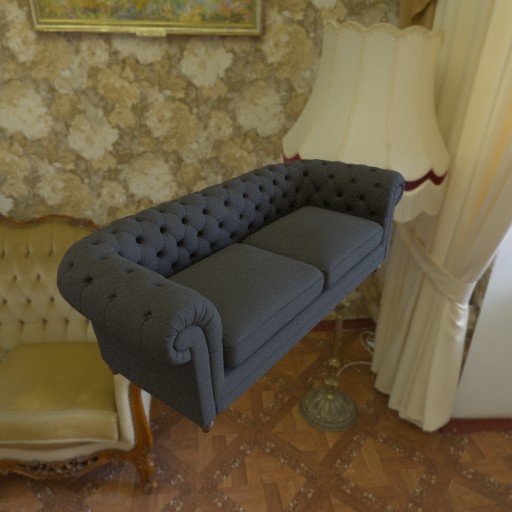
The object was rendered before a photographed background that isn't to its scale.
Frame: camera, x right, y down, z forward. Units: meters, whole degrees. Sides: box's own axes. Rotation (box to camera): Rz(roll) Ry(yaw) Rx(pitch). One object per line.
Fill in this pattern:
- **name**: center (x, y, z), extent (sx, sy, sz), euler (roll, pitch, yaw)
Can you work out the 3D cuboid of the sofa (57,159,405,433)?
- **sofa**: center (0.000, 0.000, 2.720), extent (0.991, 0.762, 2.362), euler (18, 32, 32)
